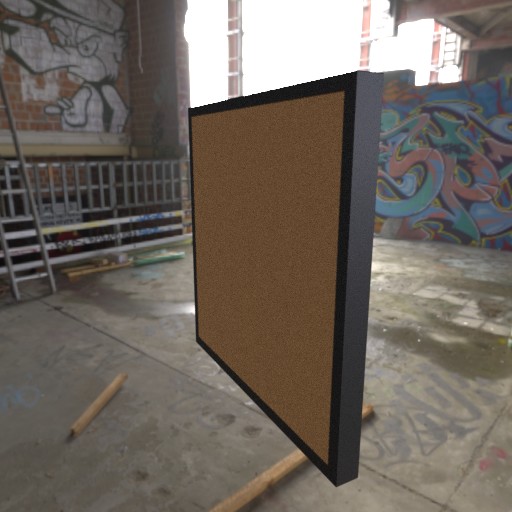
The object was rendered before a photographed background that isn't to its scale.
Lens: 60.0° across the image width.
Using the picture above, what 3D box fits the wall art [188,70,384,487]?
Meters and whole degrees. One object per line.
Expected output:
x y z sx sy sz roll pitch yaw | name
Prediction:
0.000 0.000 0.740 0.037 0.506 0.506 -7 15 -27 | wall art
